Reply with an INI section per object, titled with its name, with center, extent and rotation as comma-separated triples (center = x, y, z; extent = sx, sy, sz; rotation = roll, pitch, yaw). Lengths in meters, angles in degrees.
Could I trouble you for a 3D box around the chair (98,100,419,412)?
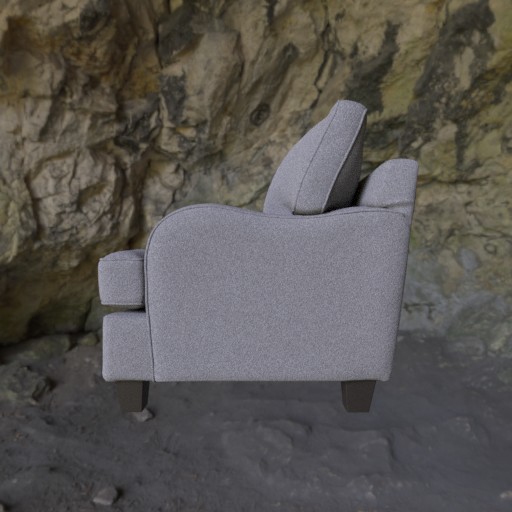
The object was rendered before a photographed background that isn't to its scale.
[chair]
center = 0.000, 0.000, 1.990
extent = 1.040, 1.016, 1.220
rotation = 0, 0, 0
